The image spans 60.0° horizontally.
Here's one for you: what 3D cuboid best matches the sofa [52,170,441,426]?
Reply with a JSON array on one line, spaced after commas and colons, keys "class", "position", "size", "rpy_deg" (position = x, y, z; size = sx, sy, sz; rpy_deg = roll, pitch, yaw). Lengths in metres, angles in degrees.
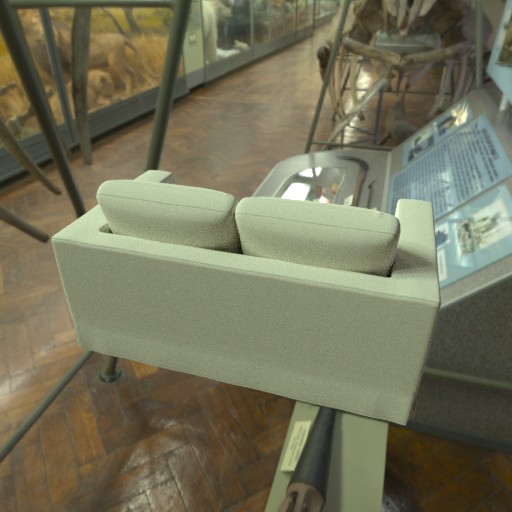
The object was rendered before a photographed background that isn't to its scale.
[{"class": "sofa", "position": [0.000, 0.000, 2.425], "size": [1.813, 0.932, 1.009], "rpy_deg": [9, 32, 14]}]
